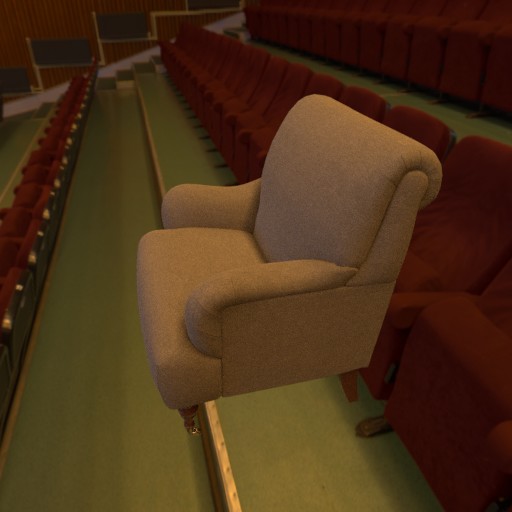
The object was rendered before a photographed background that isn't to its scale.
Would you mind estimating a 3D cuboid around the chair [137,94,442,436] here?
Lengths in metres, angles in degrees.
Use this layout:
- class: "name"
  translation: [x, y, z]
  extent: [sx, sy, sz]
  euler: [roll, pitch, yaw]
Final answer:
- class: "chair"
  translation: [0.000, 0.000, 1.558]
  extent: [0.843, 0.942, 0.766]
  euler: [-8, 32, -13]
